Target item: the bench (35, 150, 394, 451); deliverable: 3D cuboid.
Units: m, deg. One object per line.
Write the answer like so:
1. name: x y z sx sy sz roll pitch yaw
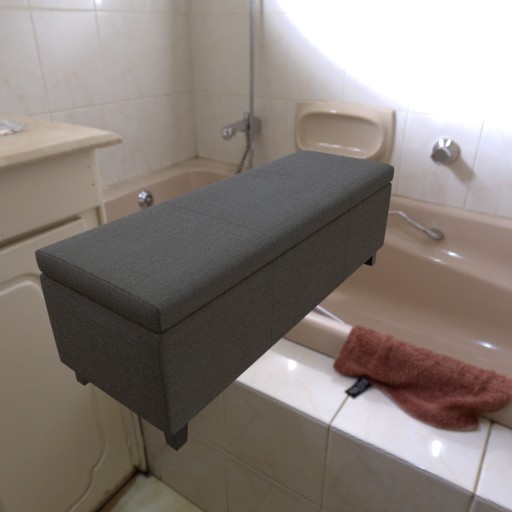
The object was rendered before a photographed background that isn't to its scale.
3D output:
1. bench: 0.000 0.000 1.493 0.446 0.438 1.269 18 32 32
